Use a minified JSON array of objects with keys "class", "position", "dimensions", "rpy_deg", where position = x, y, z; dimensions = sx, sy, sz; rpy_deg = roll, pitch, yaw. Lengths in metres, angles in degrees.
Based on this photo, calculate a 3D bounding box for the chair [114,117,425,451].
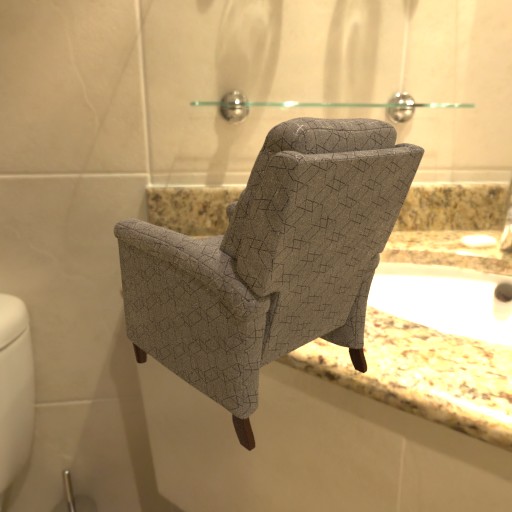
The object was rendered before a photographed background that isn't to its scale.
[{"class":"chair","position":[0.000,0.000,1.761],"dimensions":[0.753,1.048,0.987],"rpy_deg":[-16,23,-42]}]
